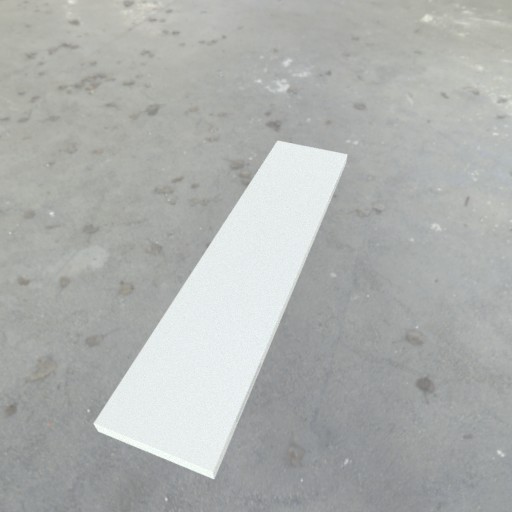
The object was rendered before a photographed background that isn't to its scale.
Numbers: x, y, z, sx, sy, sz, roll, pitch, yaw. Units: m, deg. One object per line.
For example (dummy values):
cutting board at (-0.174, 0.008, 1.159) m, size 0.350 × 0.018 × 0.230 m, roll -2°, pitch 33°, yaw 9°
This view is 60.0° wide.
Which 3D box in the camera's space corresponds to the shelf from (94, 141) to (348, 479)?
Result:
shelf at (0.000, 0.000, 0.661) m, size 0.140 × 0.020 × 0.610 m, roll 15°, pitch 47°, yaw 14°
